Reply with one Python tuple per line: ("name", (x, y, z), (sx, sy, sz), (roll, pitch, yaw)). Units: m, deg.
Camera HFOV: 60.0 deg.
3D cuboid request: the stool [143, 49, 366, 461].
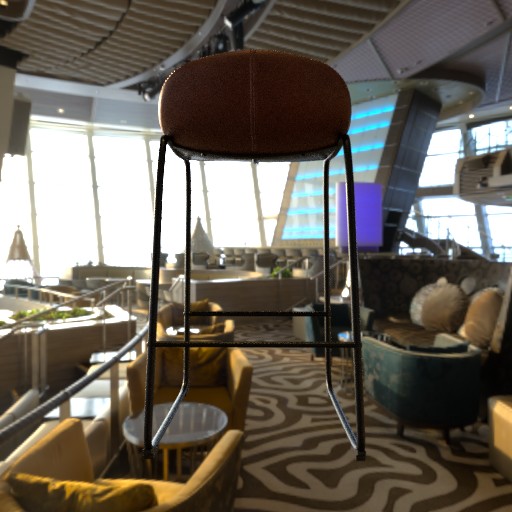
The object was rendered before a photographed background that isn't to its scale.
("stool", (0.000, 0.000, 1.116), (0.454, 0.830, 0.473), (0, 1, 1))
